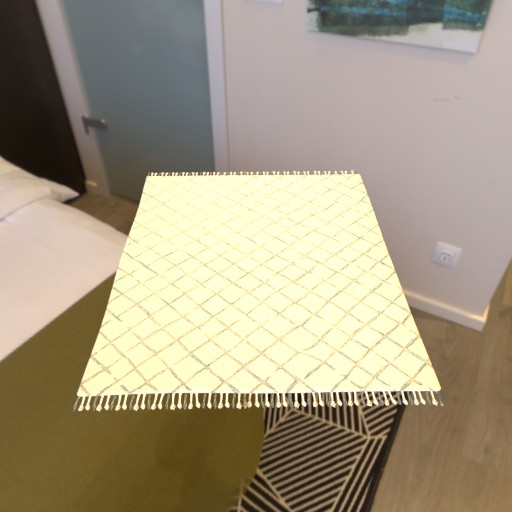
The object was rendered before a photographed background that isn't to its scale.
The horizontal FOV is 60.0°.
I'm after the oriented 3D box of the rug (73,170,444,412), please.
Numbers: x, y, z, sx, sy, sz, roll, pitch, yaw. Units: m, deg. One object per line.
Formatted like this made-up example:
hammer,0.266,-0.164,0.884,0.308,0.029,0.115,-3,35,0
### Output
rug,0.000,0.000,4.757,2.892,0.036,3.585,-1,41,-1
